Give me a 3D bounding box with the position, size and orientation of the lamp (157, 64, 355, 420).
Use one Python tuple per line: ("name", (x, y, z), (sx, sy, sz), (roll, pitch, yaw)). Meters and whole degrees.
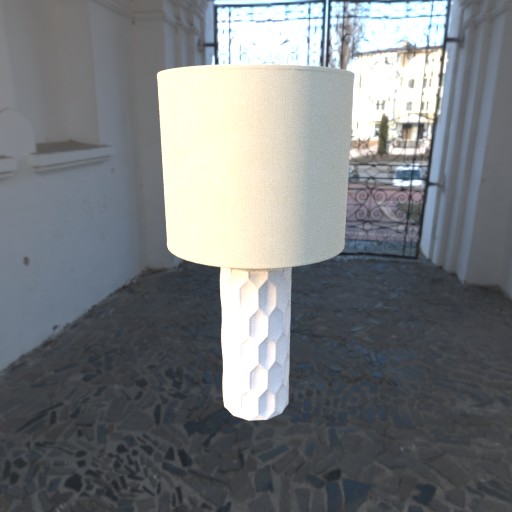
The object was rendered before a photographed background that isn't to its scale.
("lamp", (0.000, 0.000, 0.710), (0.277, 0.537, 0.277), (8, 19, 25))
